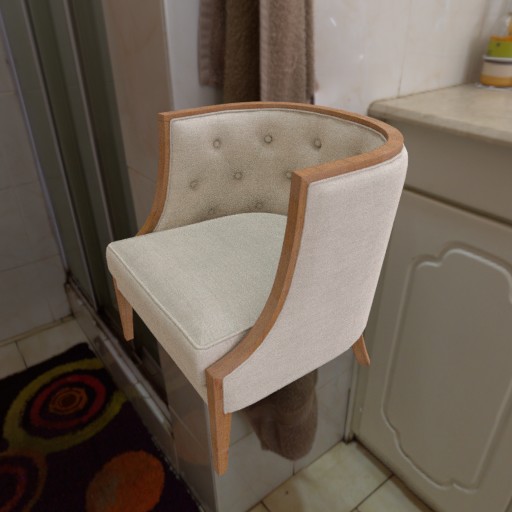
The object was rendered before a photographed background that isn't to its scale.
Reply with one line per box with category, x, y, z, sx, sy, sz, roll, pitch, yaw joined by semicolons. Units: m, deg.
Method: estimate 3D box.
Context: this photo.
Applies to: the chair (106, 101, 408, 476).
chair;0.000;0.000;1.377;0.757;0.775;0.711;-20;36;-30
